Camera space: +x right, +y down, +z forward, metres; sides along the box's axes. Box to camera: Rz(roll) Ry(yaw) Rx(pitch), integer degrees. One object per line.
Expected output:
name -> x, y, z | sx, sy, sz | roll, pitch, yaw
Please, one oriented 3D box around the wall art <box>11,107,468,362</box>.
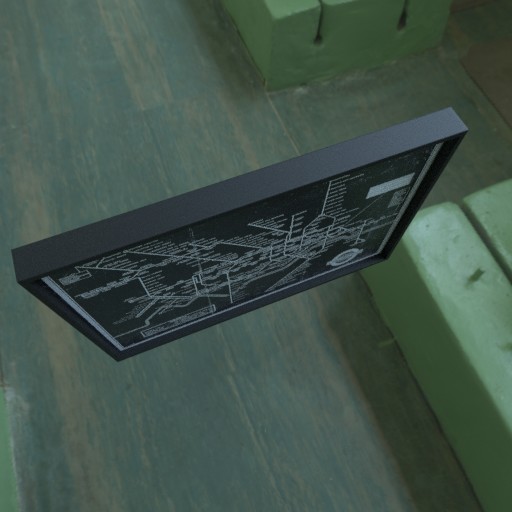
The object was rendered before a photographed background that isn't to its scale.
wall art -> 0.000, 0.000, 0.829 | 0.671, 0.456, 0.051 | -20, 66, -9
